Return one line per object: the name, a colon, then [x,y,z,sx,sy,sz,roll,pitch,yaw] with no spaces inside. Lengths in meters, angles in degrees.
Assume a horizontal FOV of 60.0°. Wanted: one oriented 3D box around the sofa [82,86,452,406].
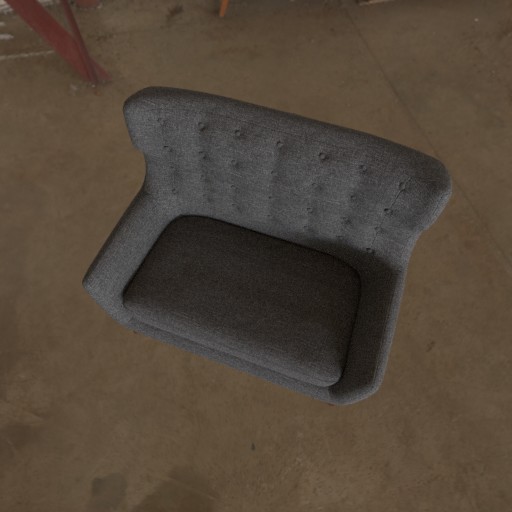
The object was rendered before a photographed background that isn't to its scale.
sofa: [0.000,0.000,2.036,1.358,1.028,0.874,18,61,10]
